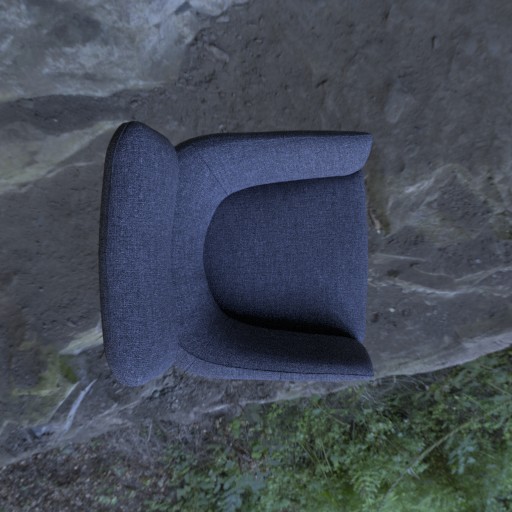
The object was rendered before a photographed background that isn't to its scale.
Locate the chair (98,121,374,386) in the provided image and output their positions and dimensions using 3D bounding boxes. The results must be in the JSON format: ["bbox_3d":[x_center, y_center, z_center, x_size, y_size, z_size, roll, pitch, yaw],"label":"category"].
[{"bbox_3d":[0.000,0.000,1.346,0.715,0.812,0.706,0,89,-1],"label":"chair"}]
